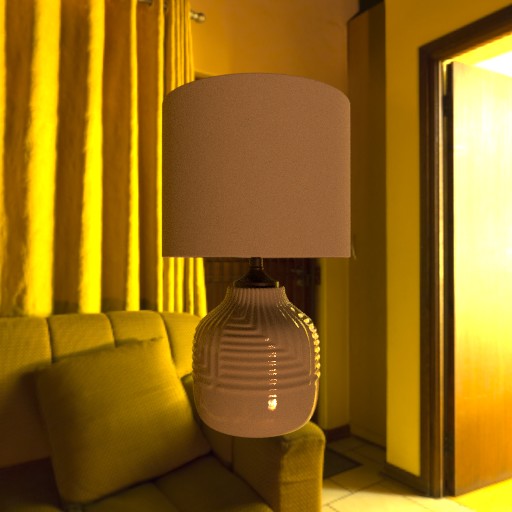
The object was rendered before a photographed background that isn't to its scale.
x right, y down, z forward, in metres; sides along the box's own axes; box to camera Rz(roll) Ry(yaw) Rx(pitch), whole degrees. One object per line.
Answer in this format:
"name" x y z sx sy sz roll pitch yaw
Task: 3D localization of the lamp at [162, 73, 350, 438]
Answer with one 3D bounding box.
"lamp" 0.000 0.000 0.762 0.318 0.567 0.318 0 0 0
